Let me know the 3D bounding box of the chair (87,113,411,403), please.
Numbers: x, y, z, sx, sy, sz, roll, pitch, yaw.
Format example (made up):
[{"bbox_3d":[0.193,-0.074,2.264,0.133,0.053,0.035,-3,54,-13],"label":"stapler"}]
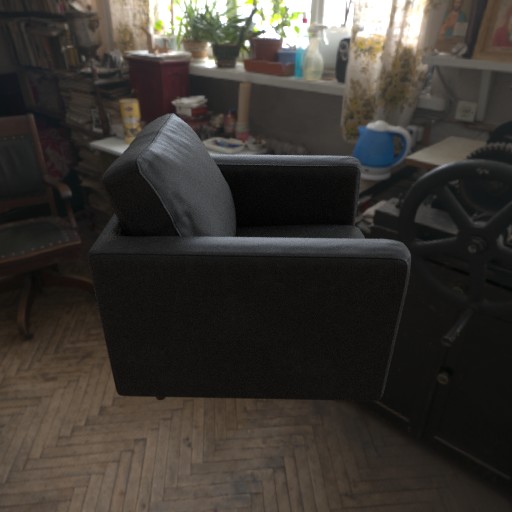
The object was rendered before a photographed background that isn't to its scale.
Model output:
[{"bbox_3d":[0.000,0.000,1.594,0.879,0.898,0.831,1,31,1],"label":"chair"}]
